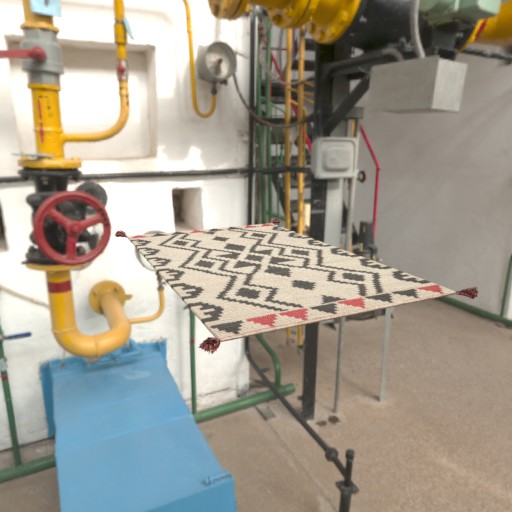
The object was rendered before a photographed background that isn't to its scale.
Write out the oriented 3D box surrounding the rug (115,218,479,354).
[{"bbox_3d":[0.000,0.000,3.408,1.741,0.066,2.672,-7,17,-24],"label":"rug"}]
